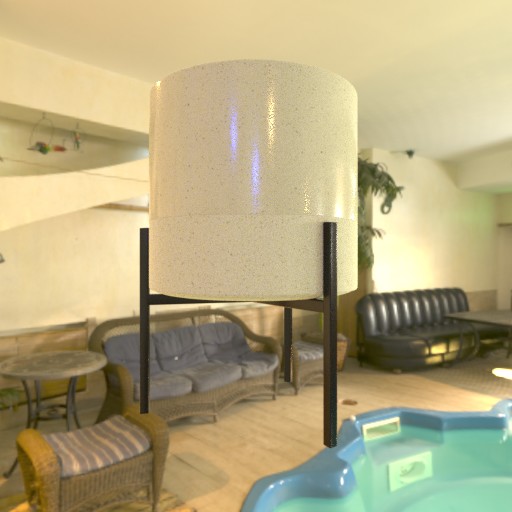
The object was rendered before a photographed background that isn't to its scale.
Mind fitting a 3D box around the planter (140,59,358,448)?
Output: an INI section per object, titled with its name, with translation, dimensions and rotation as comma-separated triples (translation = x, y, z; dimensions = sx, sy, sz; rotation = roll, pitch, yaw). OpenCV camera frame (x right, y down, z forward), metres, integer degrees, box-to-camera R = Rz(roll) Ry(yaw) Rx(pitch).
[planter]
translation = 0.000, 0.000, 0.330
dimensions = 0.152, 0.230, 0.159
rotation = 0, 0, -36
